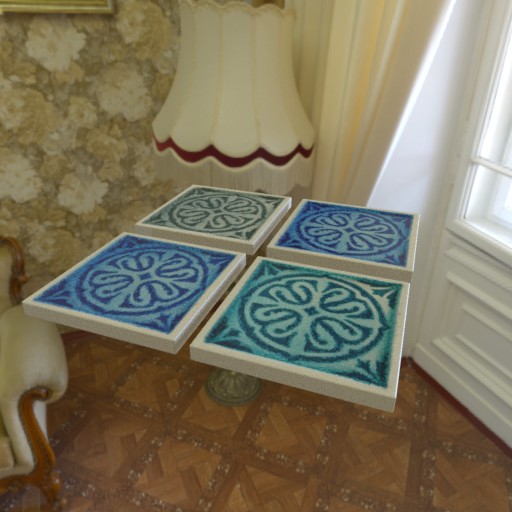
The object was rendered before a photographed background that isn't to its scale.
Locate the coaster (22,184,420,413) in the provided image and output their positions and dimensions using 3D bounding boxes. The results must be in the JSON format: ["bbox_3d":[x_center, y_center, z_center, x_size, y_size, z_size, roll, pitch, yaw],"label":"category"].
[{"bbox_3d":[0.000,0.000,0.319,0.214,0.010,0.219,10,30,18],"label":"coaster"}]
